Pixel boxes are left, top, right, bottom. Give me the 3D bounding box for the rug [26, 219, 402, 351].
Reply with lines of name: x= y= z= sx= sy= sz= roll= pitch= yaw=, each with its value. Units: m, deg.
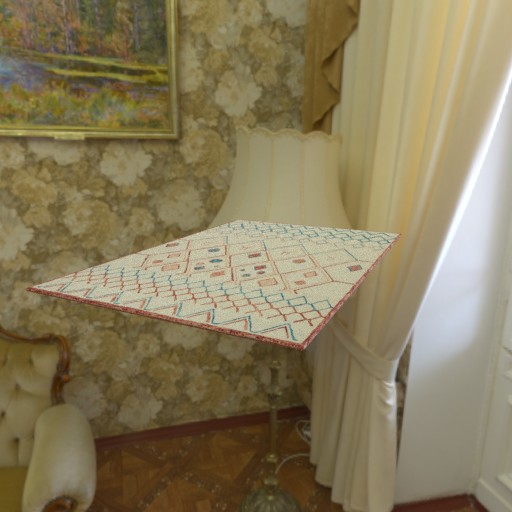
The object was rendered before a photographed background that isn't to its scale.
rug: x=0.000 y=0.000 z=2.362 sx=1.219 sy=0.016 sz=1.829 roll=7 pitch=16 yaw=25
